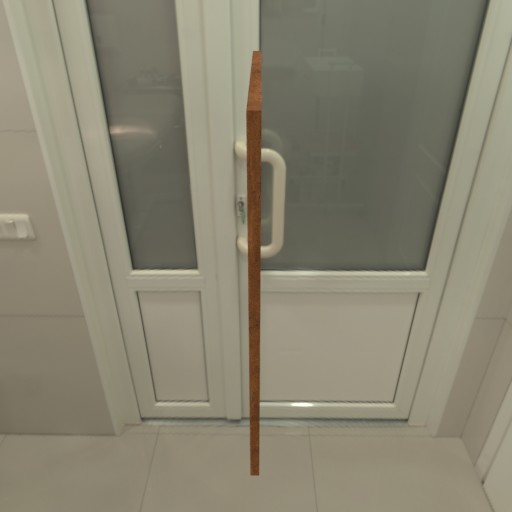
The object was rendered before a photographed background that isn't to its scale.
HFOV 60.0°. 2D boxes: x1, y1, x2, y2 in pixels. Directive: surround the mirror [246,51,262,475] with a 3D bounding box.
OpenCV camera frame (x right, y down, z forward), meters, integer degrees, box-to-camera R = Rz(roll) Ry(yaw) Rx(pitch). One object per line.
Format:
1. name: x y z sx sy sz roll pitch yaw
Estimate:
1. mirror: 0.000 0.000 1.412 0.028 1.099 0.796 0 32 0
